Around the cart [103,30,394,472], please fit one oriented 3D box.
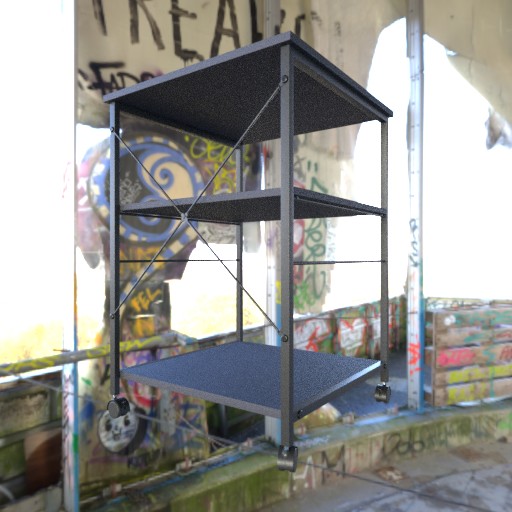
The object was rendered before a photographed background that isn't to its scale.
[{"bbox_3d":[0.000,0.000,1.111,0.521,0.762,0.520,0,0,36],"label":"cart"}]
